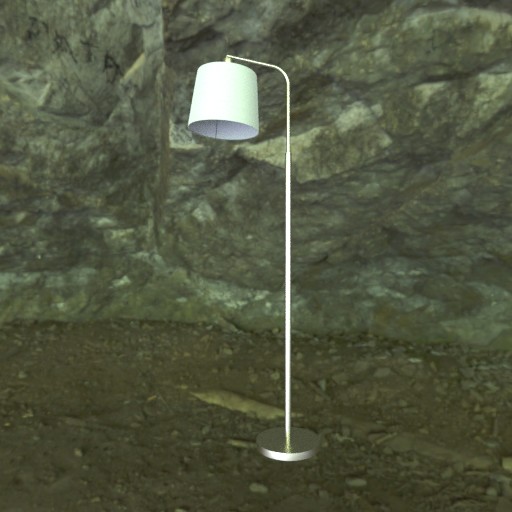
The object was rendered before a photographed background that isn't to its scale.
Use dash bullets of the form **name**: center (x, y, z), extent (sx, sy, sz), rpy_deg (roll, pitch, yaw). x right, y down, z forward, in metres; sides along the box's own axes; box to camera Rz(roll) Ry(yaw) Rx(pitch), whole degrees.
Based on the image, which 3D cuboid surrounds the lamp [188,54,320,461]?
- **lamp**: center (0.000, 0.000, 1.668), extent (0.508, 1.478, 0.254), rpy_deg (0, 1, -19)
